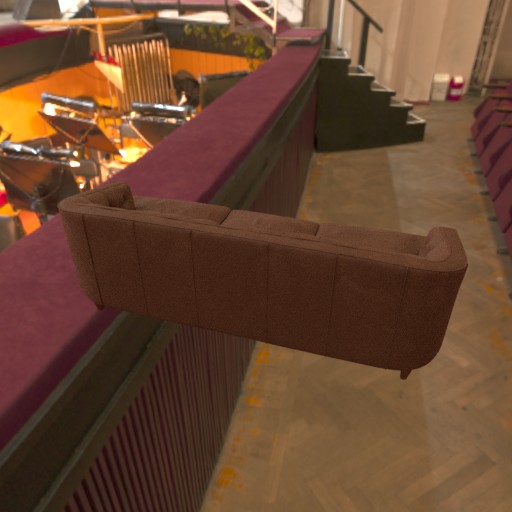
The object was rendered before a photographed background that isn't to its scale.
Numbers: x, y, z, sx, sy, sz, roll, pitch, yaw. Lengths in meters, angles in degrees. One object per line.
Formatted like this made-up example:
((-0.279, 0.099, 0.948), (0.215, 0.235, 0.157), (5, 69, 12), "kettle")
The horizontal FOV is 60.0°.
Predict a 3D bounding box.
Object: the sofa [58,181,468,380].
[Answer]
((0.000, 0.000, 2.706), (2.227, 0.787, 0.927), (10, 34, 15), "sofa")
